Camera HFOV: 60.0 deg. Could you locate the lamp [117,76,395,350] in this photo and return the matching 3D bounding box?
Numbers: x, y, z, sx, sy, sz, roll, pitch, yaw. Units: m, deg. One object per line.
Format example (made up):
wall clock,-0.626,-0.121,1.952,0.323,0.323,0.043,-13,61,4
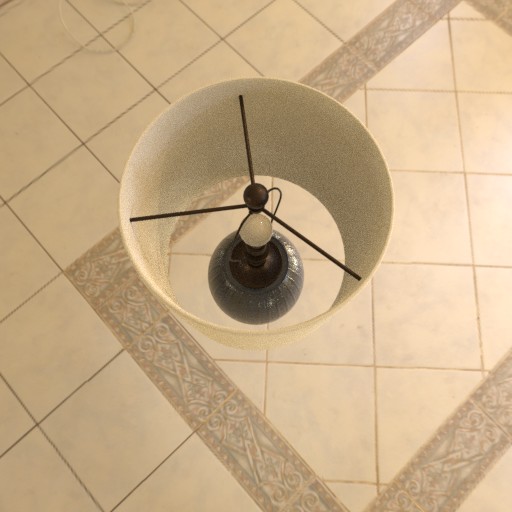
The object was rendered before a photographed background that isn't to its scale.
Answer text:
lamp,0.000,0.000,0.785,0.329,0.570,0.329,36,78,9
